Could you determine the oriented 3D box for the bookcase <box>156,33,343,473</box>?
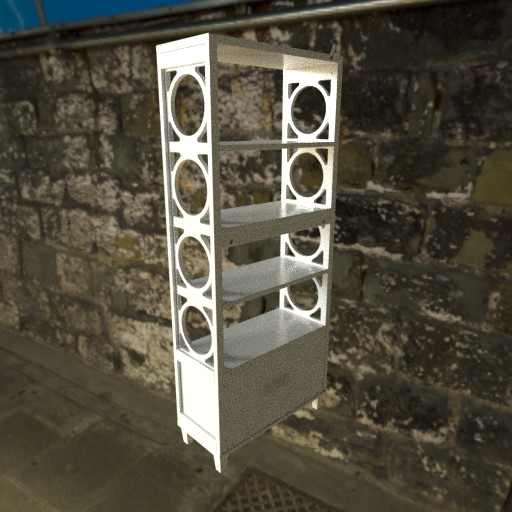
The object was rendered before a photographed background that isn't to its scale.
[{"bbox_3d":[0.000,0.000,2.109,0.761,1.869,0.361,-15,22,-41],"label":"bookcase"}]
